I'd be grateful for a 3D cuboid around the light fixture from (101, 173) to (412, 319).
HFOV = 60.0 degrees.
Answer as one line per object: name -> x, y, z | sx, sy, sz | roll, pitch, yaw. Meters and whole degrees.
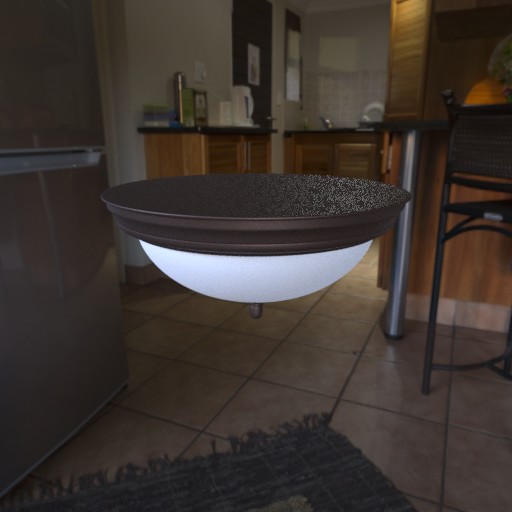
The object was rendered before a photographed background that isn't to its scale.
light fixture -> 0.000, 0.000, 0.440 | 0.280, 0.135, 0.280 | 0, 16, 0
